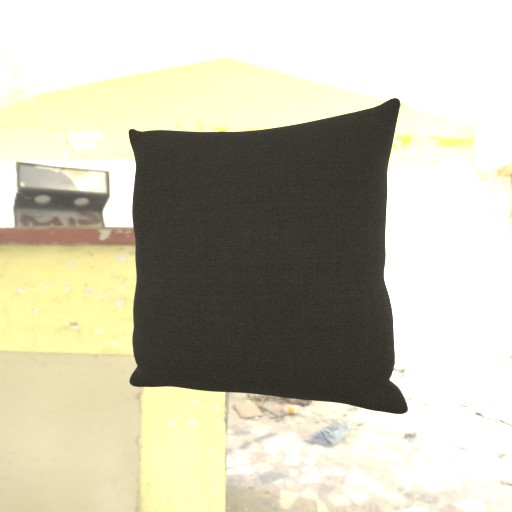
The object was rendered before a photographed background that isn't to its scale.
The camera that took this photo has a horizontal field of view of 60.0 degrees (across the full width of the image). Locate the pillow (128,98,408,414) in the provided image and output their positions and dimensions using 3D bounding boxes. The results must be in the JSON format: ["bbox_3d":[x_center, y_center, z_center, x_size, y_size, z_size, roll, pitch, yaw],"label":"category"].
[{"bbox_3d":[0.000,0.000,0.774,0.503,0.496,0.208,0,0,18],"label":"pillow"}]
